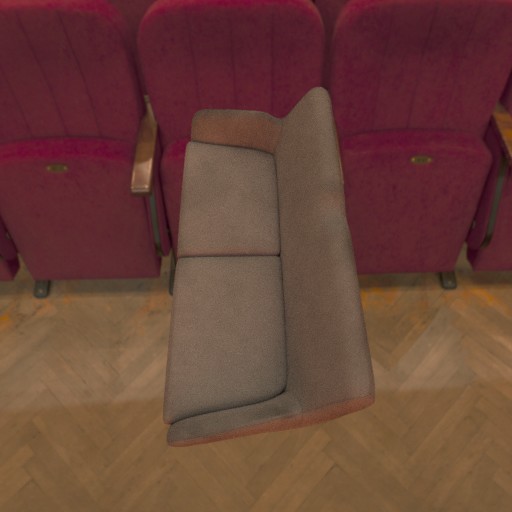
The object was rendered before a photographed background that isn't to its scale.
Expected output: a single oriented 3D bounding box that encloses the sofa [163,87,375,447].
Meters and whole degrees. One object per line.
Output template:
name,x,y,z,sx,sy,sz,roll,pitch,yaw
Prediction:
sofa,0.000,0.000,2.314,0.850,0.810,1.870,-1,59,-1
